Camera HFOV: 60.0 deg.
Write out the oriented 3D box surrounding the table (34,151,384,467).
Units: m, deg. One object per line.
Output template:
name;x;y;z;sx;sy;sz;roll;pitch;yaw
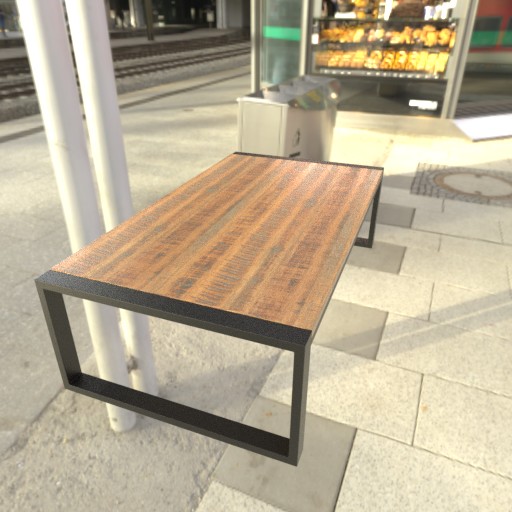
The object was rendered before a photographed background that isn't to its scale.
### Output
table;0.000;0.000;1.714;0.750;0.400;1.350;11;30;19
